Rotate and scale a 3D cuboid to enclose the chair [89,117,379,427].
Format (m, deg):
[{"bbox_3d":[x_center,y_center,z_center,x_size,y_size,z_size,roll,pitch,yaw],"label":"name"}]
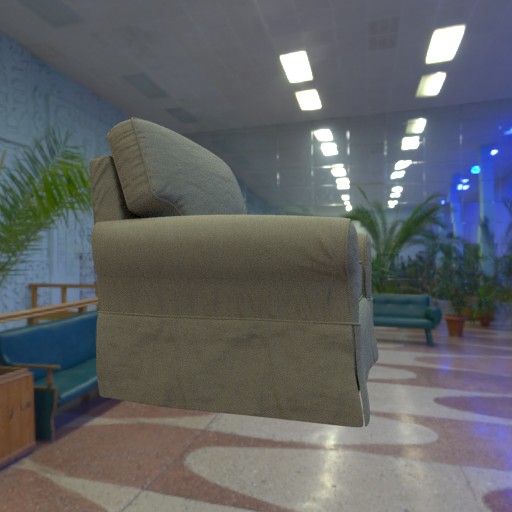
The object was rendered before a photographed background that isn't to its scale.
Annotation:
[{"bbox_3d":[0.000,0.000,1.902,0.988,1.017,1.135,0,0,17],"label":"chair"}]
